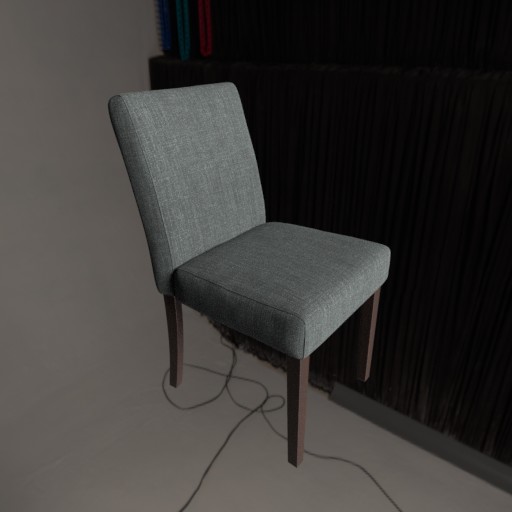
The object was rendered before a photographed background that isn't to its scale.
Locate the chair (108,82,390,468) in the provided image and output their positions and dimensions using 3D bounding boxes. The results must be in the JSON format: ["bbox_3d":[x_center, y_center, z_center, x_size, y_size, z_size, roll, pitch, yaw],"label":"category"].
[{"bbox_3d":[0.000,0.000,1.277,0.629,0.884,0.487,19,32,33],"label":"chair"}]
